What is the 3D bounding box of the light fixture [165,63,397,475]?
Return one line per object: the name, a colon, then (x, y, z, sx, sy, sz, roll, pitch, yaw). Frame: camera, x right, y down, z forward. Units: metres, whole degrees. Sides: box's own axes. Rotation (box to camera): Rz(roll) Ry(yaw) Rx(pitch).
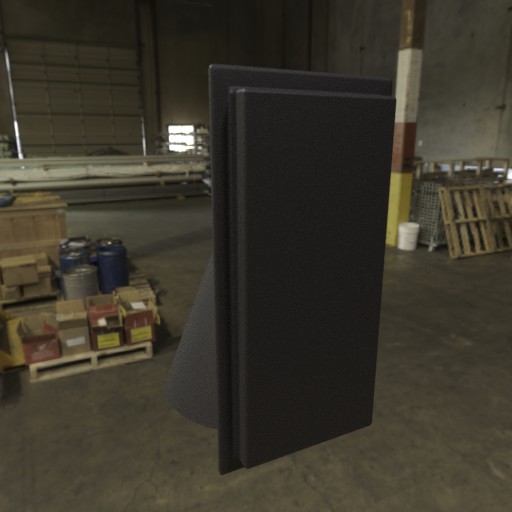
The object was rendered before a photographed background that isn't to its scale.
light fixture: (0.000, 0.000, 0.411, 0.170, 0.298, 0.207, -7, 16, -26)
